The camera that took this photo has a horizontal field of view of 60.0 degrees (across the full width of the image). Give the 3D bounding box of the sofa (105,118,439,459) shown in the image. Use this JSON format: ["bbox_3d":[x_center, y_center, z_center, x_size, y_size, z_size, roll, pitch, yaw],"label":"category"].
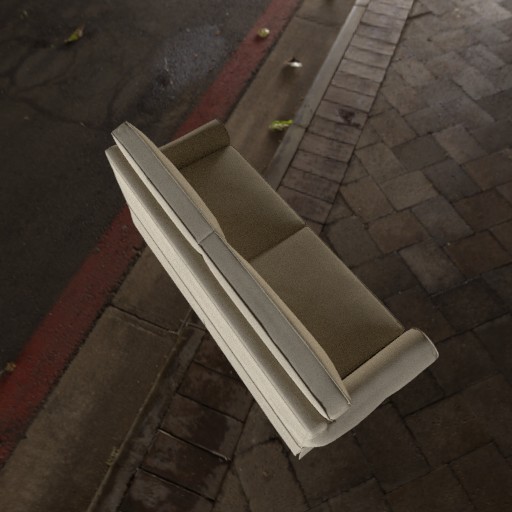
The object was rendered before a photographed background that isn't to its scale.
[{"bbox_3d":[0.000,0.000,2.790,0.900,1.014,2.246,-31,64,-18],"label":"sofa"}]
